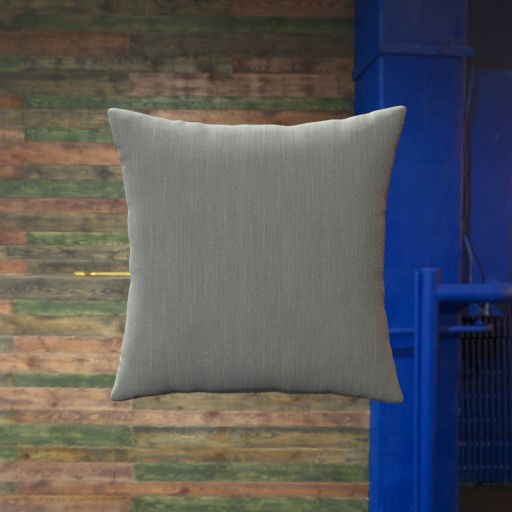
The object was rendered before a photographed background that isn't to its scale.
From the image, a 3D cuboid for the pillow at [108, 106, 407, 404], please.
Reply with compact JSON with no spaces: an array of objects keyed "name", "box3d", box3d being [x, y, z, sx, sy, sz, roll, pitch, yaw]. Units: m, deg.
[{"name":"pillow","box3d":[0.000,0.000,0.765,0.511,0.509,0.161,0,1,1]}]
